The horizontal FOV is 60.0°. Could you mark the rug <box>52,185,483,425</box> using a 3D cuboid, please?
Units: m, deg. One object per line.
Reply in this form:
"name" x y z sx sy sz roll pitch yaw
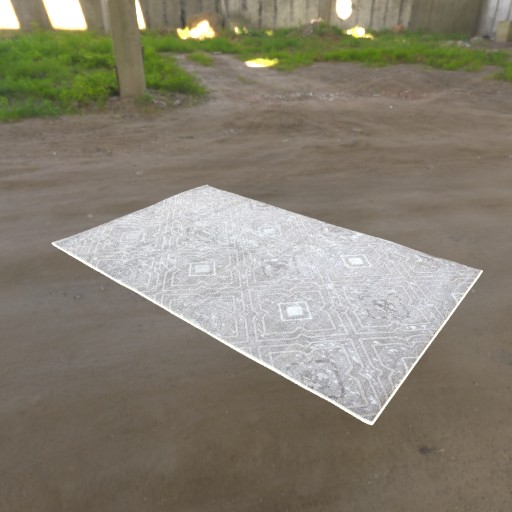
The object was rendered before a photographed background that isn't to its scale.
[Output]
"rug" 0.000 0.000 2.946 2.447 0.036 1.537 22 36 34
